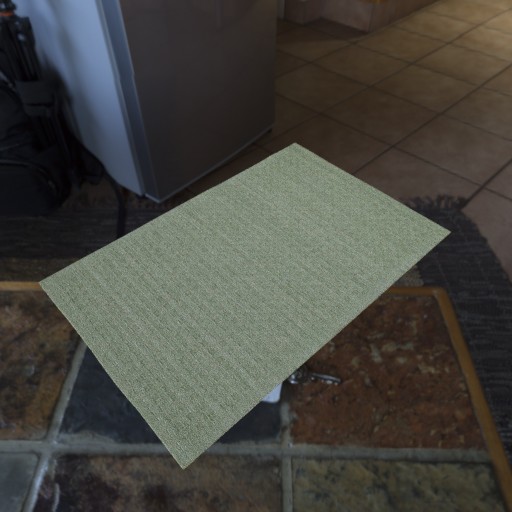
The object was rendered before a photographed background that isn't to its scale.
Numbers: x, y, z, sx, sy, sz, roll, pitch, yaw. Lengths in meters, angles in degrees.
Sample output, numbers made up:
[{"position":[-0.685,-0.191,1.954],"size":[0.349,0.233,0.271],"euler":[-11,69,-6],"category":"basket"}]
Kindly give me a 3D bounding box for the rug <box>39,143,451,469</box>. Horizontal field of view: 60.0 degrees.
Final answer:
[{"position":[0.000,0.000,2.218],"size":[1.747,0.006,1.143],"euler":[-34,56,-27],"category":"rug"}]
